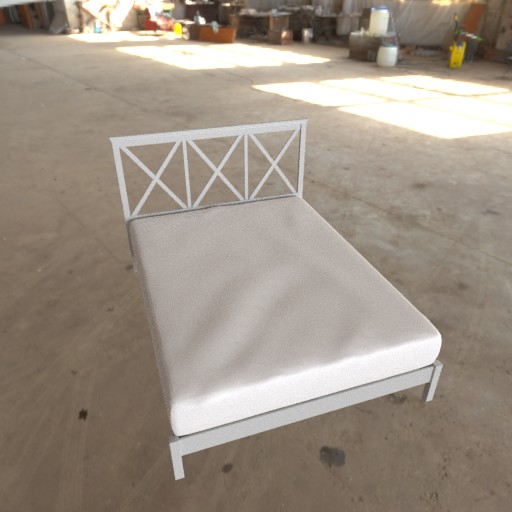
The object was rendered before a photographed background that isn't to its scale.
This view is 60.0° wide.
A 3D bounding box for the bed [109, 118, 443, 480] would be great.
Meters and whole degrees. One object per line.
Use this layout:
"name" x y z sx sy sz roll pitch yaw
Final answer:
"bed" 0.000 0.000 3.128 1.673 1.253 2.135 -10 33 -16
